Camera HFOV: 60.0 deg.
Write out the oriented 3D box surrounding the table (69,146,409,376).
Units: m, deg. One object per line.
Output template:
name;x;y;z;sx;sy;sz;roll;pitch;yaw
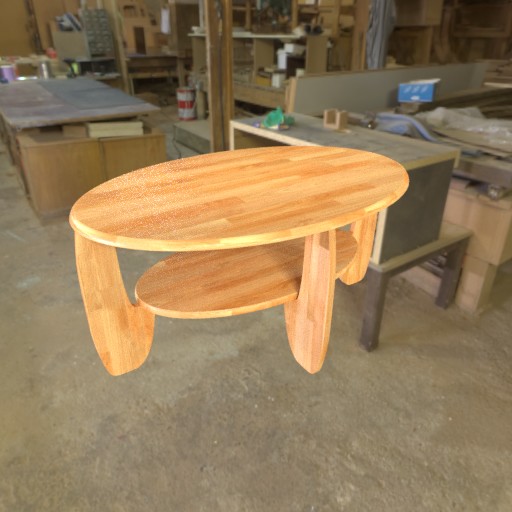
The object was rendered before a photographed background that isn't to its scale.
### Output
table;0.000;0.000;1.384;1.040;0.490;0.690;-17;33;-29
